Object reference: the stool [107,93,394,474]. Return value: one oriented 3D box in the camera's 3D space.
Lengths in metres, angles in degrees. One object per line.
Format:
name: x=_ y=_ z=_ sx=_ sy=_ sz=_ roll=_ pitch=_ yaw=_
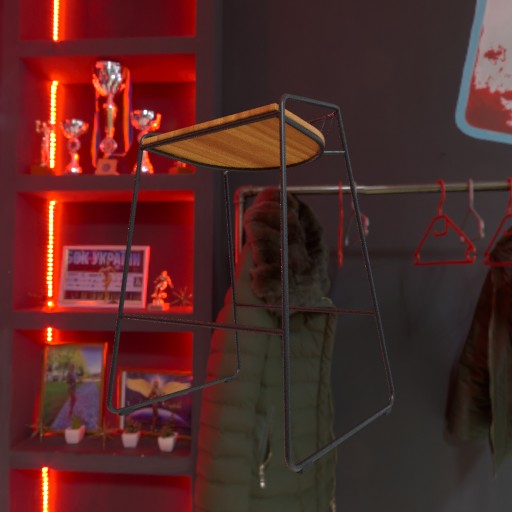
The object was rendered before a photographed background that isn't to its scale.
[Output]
stool: x=0.000 y=0.000 z=1.154 sx=0.546 sy=0.812 sz=0.521 roll=-1 pitch=-2 yaw=37
